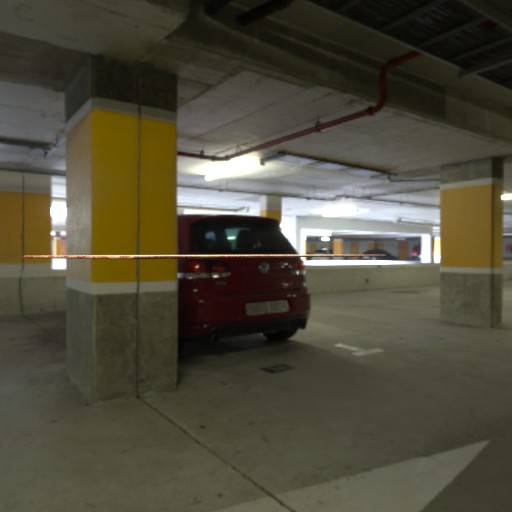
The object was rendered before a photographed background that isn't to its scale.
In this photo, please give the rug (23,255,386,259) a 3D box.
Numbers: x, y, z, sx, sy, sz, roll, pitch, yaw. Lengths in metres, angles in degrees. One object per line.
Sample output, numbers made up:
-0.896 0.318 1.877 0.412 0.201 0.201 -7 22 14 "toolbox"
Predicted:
0.000 0.000 2.704 0.750 0.011 2.435 0 0 36 "rug"
